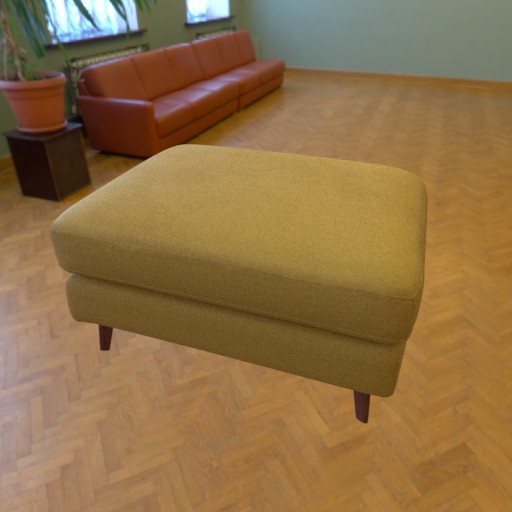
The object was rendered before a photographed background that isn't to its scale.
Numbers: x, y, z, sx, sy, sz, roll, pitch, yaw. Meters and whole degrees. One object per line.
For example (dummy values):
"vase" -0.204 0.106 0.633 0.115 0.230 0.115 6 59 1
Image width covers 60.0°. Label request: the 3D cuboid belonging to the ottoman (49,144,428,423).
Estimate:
"ottoman" 0.000 0.000 1.173 0.811 0.449 0.608 10 33 16
